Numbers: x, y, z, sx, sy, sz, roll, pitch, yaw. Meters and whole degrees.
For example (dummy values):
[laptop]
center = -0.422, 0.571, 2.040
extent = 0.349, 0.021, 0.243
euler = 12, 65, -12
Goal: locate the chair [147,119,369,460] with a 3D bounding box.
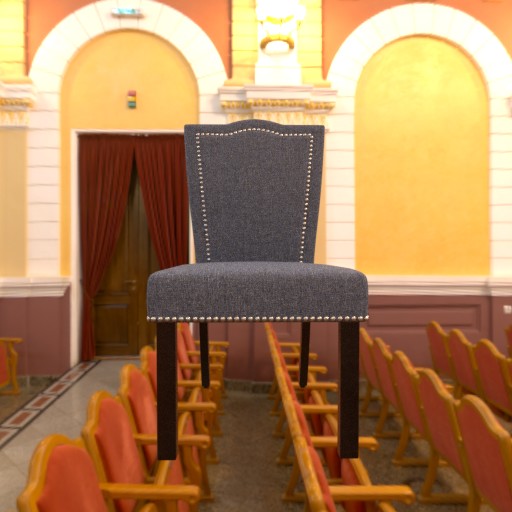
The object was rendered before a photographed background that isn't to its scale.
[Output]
[chair]
center = 0.000, 0.000, 1.300
extent = 0.518, 0.946, 0.589
euler = 0, 1, -1
